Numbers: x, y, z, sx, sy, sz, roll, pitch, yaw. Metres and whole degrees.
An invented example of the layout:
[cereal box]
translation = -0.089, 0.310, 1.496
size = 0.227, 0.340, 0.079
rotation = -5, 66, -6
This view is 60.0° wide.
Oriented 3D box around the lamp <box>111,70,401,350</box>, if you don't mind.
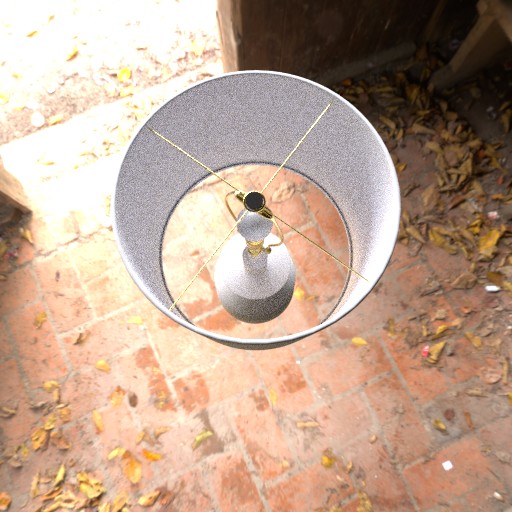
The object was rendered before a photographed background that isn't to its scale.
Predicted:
[lamp]
translation = 0.000, 0.000, 0.718
size = 0.301, 0.533, 0.301
rotation = 36, 79, 8
